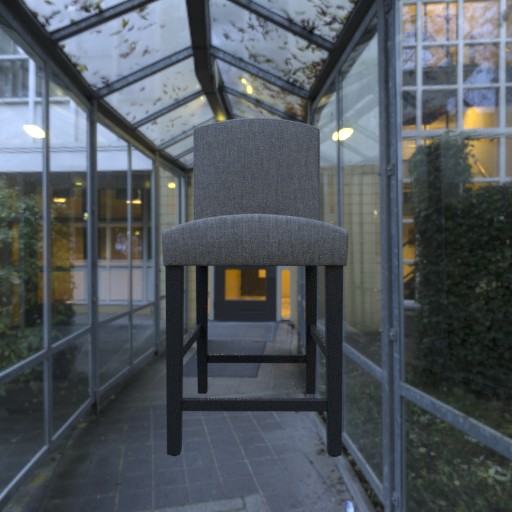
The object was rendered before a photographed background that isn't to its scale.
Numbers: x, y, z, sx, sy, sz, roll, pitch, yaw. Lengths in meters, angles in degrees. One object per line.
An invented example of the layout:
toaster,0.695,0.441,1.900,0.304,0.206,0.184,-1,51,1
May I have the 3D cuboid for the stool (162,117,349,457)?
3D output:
stool,0.000,0.000,1.315,0.451,0.966,0.552,0,0,1
